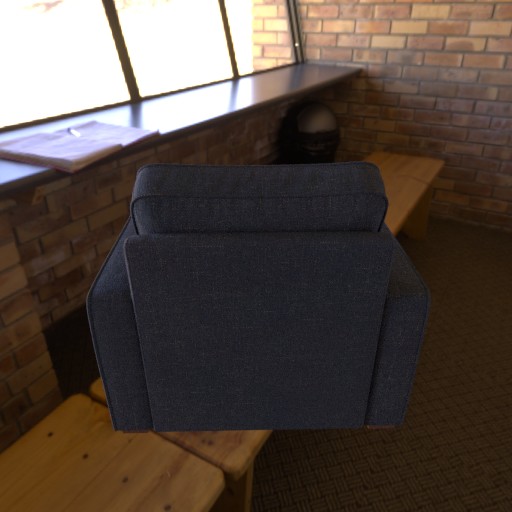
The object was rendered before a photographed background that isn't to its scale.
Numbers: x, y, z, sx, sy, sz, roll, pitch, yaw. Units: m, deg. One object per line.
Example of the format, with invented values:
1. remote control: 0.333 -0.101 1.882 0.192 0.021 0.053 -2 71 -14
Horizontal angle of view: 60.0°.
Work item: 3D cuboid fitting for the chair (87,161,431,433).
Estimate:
1. chair: 0.000 0.000 1.704 1.017 0.919 0.940 -1 29 -1
